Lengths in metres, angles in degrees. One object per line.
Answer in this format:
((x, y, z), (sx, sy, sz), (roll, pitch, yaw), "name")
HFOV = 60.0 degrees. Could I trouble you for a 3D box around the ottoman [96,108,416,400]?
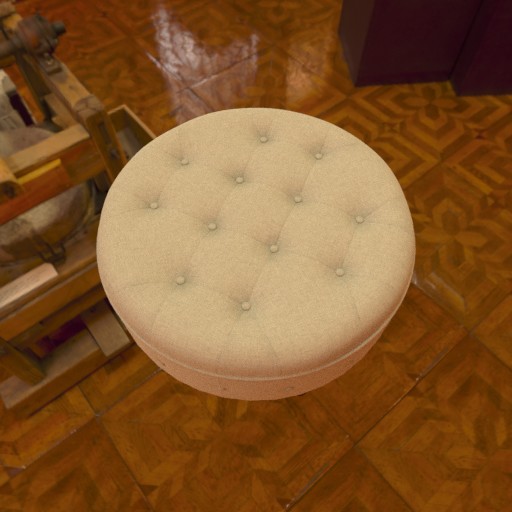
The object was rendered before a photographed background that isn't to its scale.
((0.000, 0.000, 1.339), (0.849, 0.478, 0.849), (0, 58, 0), "ottoman")
